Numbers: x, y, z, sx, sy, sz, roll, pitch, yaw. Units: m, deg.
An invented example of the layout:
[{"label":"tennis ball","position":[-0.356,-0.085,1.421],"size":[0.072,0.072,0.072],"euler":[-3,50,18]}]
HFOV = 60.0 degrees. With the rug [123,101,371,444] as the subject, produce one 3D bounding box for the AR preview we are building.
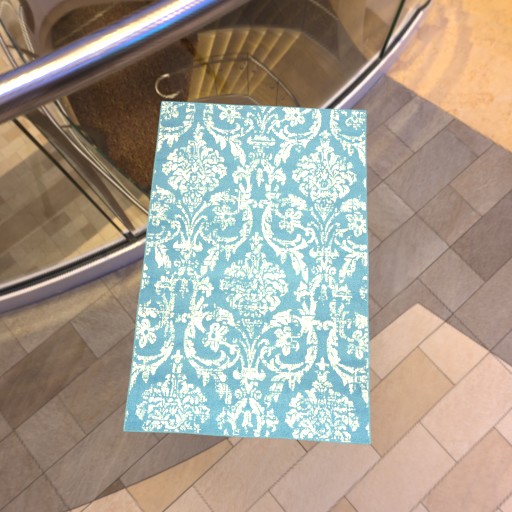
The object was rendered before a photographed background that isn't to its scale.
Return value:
[{"label":"rug","position":[0.000,0.000,2.386],"size":[1.211,0.012,1.833],"euler":[3,76,1]}]
